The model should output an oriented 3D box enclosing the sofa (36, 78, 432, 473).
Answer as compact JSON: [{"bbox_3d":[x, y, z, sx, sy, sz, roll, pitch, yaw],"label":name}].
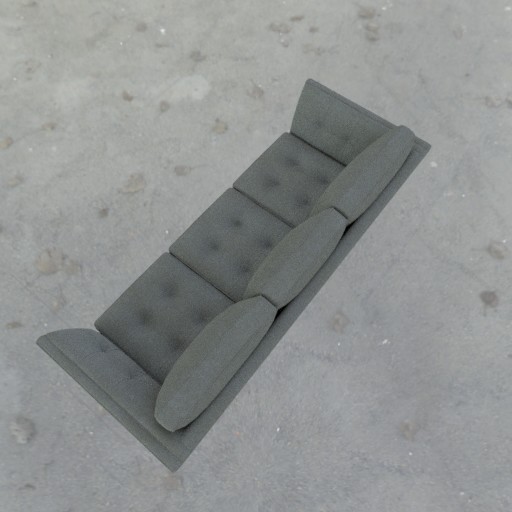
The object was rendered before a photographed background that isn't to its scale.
[{"bbox_3d":[0.000,0.000,2.787,0.965,0.940,2.387,35,68,16],"label":"sofa"}]
